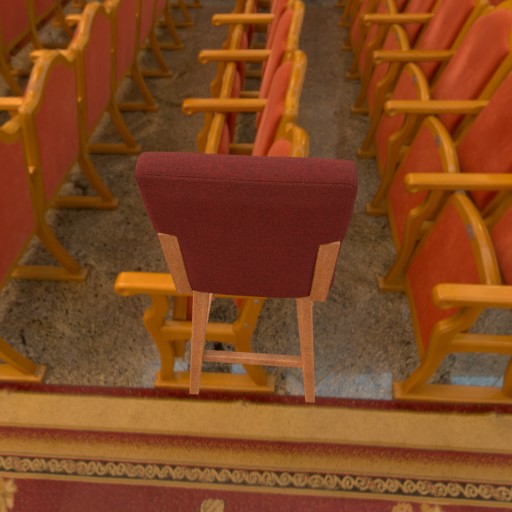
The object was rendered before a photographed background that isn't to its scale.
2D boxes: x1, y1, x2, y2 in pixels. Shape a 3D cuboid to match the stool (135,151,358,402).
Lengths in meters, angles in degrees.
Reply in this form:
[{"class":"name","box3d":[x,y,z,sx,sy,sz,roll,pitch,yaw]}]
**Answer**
[{"class":"stool","box3d":[0.000,0.000,1.334,0.468,1.038,0.562,3,47,3]}]
